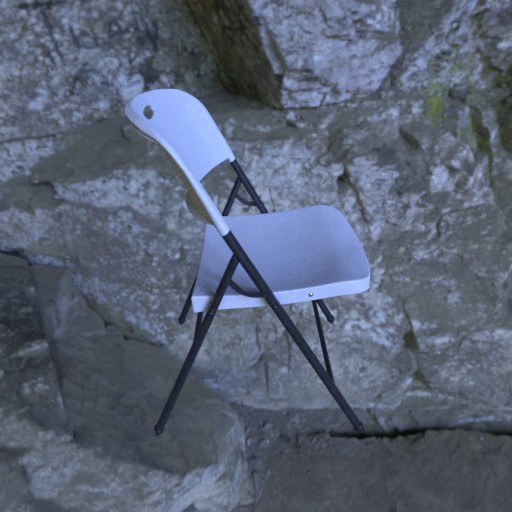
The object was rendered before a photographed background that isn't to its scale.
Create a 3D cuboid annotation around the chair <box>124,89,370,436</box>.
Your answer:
[{"bbox_3d":[0.000,0.000,1.182,0.566,0.810,0.494,0,30,-1],"label":"chair"}]
